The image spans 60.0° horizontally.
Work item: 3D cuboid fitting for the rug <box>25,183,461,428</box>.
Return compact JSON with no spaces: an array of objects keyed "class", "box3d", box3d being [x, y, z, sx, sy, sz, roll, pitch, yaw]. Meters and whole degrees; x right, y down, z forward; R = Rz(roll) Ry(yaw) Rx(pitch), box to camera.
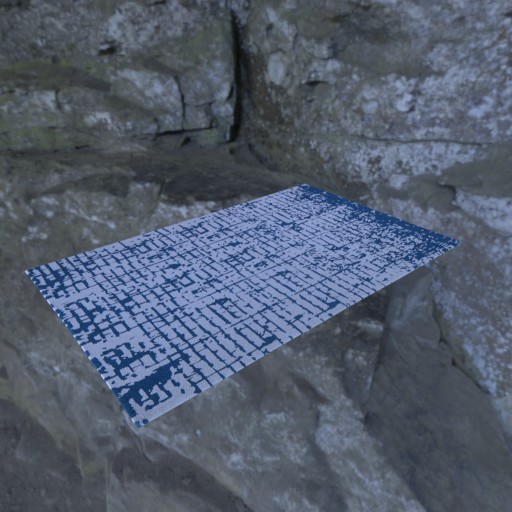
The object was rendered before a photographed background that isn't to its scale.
[{"class":"rug","box3d":[0.000,0.000,2.894,2.435,0.011,1.517,-22,36,-34]}]
